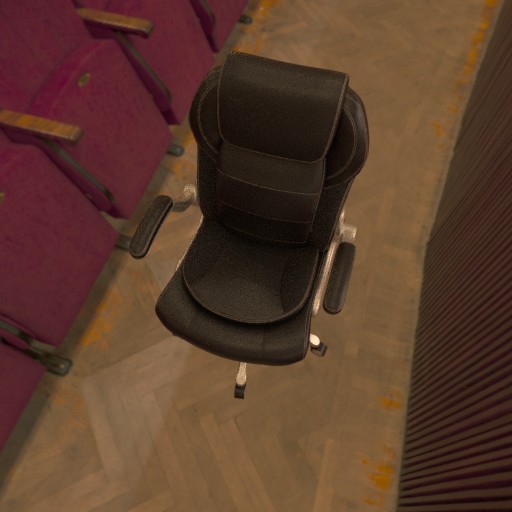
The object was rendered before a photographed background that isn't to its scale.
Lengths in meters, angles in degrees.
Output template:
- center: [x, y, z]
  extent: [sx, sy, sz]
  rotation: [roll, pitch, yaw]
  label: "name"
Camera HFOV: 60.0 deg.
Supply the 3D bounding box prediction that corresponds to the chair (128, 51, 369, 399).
- center: [0.000, 0.000, 1.646]
  extent: [0.724, 1.141, 0.801]
  rotation: [15, 60, 9]
  label: "chair"
